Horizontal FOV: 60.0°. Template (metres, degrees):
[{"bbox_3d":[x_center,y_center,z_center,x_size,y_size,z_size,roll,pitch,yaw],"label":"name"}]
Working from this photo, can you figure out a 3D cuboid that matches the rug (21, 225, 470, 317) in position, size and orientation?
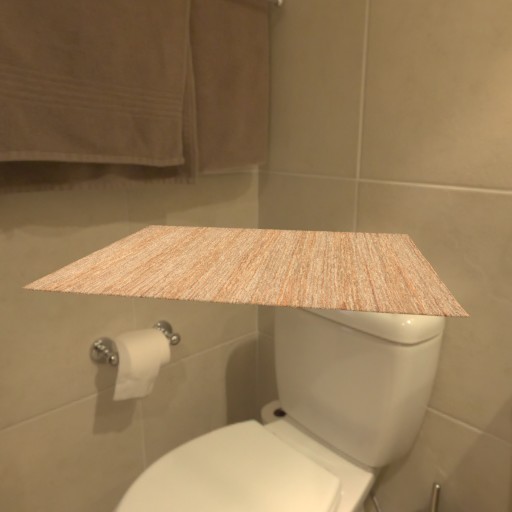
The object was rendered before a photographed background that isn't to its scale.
[{"bbox_3d":[0.000,0.000,3.914,2.939,0.009,2.313,3,15,9],"label":"rug"}]
